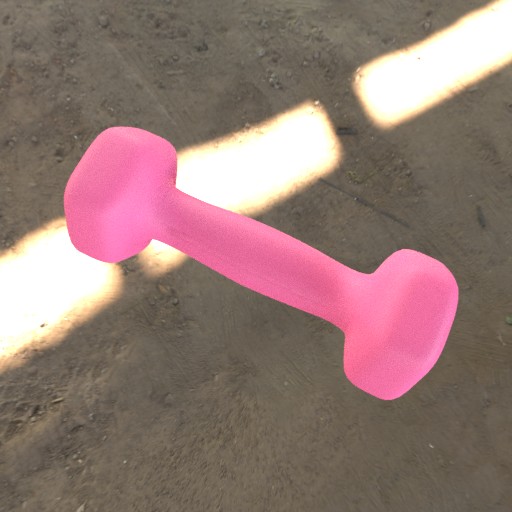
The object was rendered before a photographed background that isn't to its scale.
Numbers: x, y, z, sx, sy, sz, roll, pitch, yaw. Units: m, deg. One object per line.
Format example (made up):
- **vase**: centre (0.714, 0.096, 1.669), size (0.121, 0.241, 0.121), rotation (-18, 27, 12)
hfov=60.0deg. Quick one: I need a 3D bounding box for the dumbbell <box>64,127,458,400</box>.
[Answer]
- **dumbbell**: centre (0.000, 0.000, 0.173), size (0.146, 0.053, 0.058), rotation (25, 77, 6)
